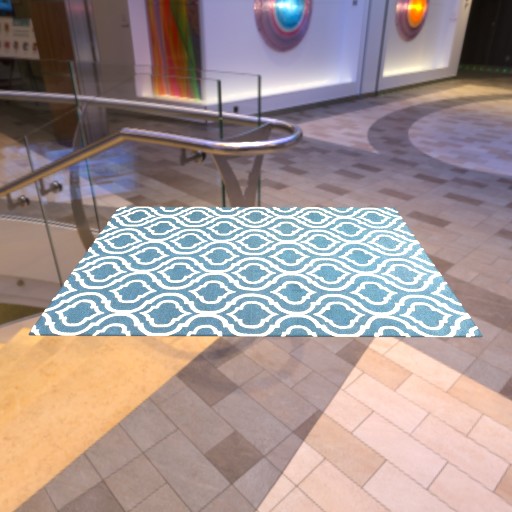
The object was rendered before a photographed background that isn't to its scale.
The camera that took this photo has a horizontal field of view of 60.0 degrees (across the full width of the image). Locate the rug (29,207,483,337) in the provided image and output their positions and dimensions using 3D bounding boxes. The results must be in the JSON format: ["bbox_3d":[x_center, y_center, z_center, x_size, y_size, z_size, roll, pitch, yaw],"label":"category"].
[{"bbox_3d":[0.000,0.000,4.324,3.353,0.010,2.438,0,29,0],"label":"rug"}]
